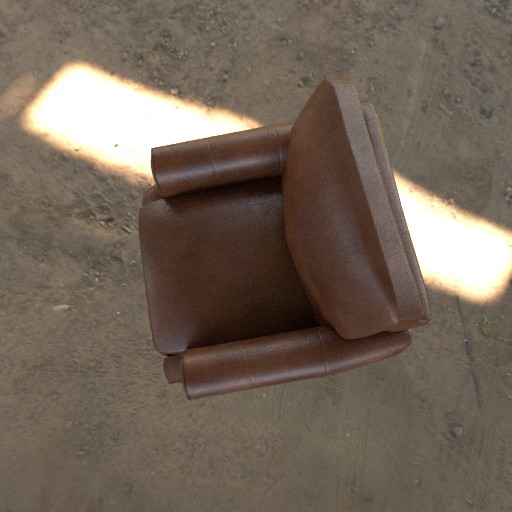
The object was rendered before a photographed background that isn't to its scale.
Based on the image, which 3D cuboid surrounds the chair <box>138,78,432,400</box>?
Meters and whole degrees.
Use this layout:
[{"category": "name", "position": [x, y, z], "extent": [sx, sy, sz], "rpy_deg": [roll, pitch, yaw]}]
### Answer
[{"category": "chair", "position": [0.000, 0.000, 1.751], "extent": [0.992, 0.972, 0.989], "rpy_deg": [-10, 77, -2]}]
